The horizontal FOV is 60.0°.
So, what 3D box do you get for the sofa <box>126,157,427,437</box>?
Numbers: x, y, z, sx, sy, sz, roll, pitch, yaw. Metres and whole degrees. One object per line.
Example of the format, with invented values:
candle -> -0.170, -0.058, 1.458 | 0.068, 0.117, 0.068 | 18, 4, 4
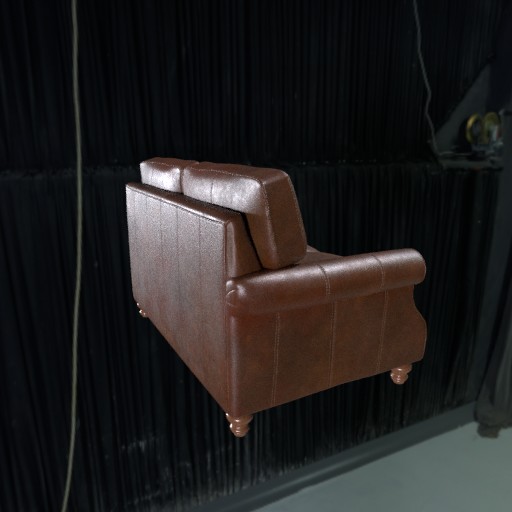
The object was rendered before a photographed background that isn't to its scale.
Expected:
sofa -> 0.000, 0.000, 2.298 | 0.990, 0.976, 1.616 | -8, 16, -27
